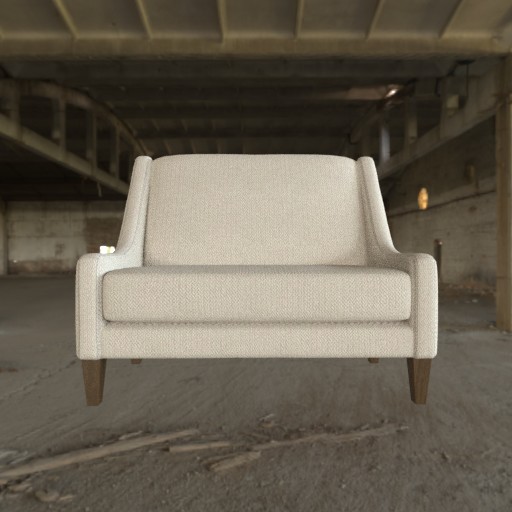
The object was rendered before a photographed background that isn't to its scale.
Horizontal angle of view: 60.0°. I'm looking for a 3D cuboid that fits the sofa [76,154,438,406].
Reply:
[{"bbox_3d":[0.000,0.000,1.898,1.242,1.022,0.870,0,0,-1],"label":"sofa"}]
